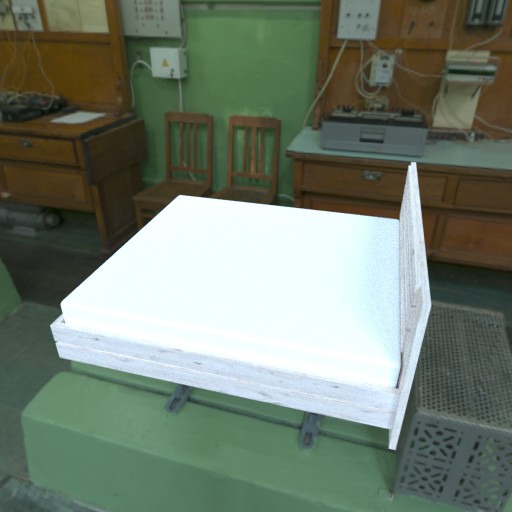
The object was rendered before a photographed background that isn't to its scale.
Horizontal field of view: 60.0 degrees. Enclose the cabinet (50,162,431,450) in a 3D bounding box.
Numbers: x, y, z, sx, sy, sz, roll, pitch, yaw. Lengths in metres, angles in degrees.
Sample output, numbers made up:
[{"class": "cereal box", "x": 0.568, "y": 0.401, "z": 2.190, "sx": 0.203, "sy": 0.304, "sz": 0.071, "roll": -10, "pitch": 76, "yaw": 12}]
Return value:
[{"class": "cabinet", "x": 0.000, "y": 0.000, "z": 3.164, "sx": 2.080, "sy": 0.970, "sz": 1.950, "roll": 8, "pitch": 31, "yaw": 13}]
